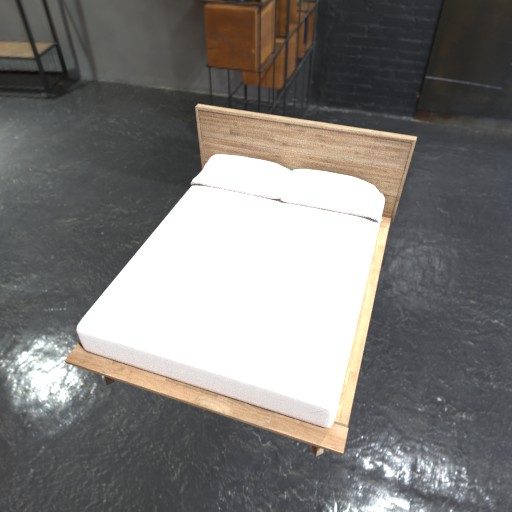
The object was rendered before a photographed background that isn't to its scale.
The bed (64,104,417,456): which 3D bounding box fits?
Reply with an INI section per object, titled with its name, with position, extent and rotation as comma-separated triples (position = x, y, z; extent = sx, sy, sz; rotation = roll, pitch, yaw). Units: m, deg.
[bed]
position = 0.000, 0.000, 3.082
extent = 1.759, 1.071, 2.145
rotation = 13, 44, 14
